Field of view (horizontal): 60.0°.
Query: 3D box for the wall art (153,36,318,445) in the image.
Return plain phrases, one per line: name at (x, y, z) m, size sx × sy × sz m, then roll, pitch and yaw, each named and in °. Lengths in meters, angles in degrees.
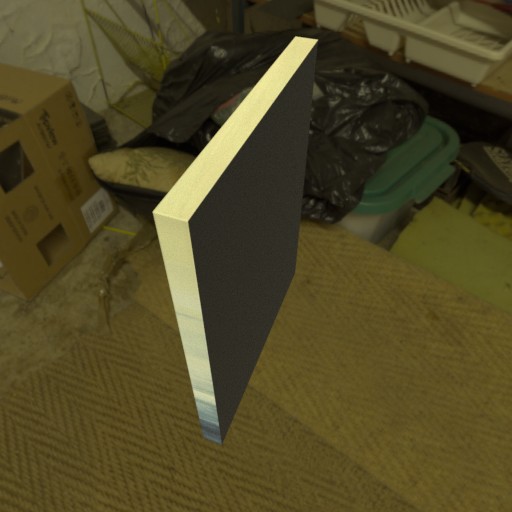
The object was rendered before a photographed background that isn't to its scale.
wall art at (0.000, 0.000, 0.828) m, size 0.040 × 0.608 × 0.489 m, roll 16°, pitch 49°, yaw 14°
